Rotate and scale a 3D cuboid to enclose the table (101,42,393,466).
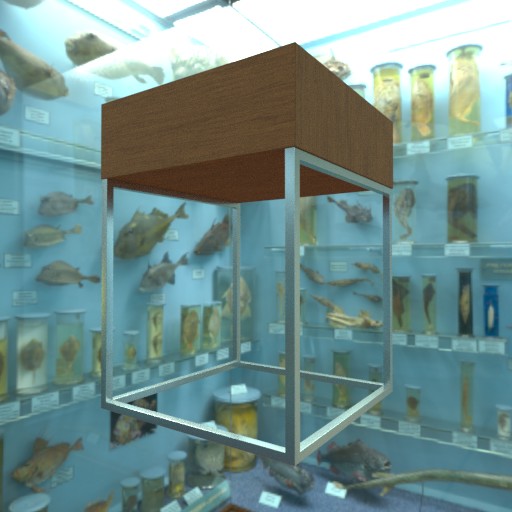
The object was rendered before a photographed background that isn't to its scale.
[{"bbox_3d":[0.000,0.000,0.839,0.397,0.540,0.398,-1,-1,35],"label":"table"}]
